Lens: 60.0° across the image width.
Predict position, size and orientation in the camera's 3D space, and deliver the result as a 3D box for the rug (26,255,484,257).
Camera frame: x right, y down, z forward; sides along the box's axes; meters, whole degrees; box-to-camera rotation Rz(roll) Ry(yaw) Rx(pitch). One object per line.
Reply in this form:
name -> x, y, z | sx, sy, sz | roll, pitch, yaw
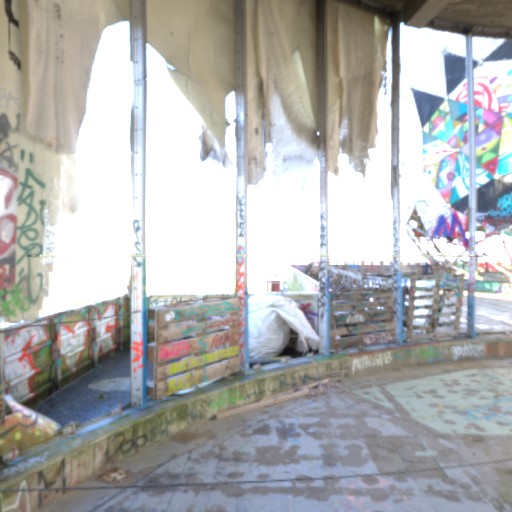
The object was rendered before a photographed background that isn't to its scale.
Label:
rug -> 0.000, 0.000, 2.344 | 1.802, 0.008, 1.247 | 0, 0, 1
